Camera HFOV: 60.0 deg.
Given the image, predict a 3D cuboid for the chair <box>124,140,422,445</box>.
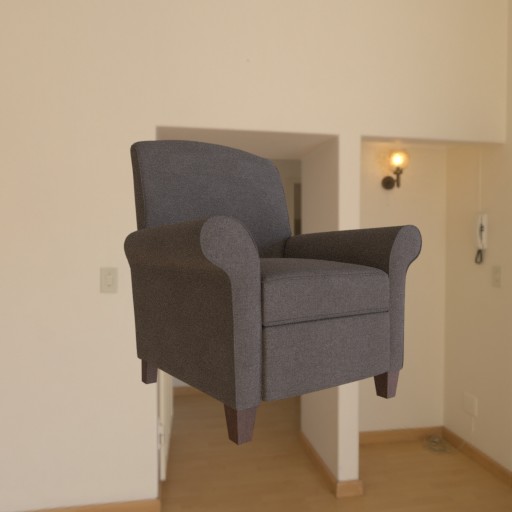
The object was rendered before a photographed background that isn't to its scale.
[{"bbox_3d":[0.000,0.000,1.795,0.978,1.061,0.905,-1,1,-36],"label":"chair"}]
